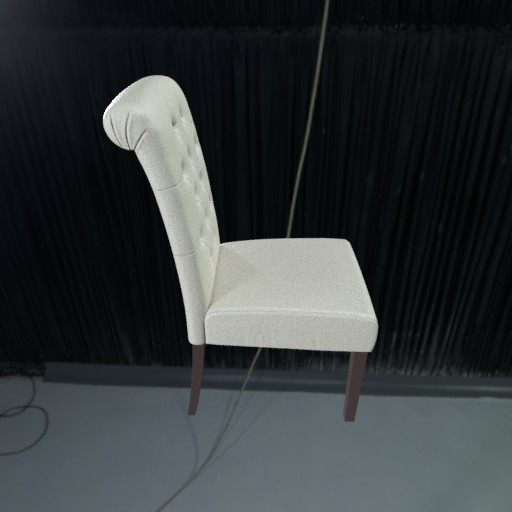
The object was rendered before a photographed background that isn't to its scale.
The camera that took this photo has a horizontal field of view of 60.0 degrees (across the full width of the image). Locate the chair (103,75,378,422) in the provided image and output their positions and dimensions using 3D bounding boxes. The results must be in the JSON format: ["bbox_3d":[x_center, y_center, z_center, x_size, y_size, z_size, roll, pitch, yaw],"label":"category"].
[{"bbox_3d":[0.000,0.000,1.357,0.671,1.006,0.456,0,30,1],"label":"chair"}]
